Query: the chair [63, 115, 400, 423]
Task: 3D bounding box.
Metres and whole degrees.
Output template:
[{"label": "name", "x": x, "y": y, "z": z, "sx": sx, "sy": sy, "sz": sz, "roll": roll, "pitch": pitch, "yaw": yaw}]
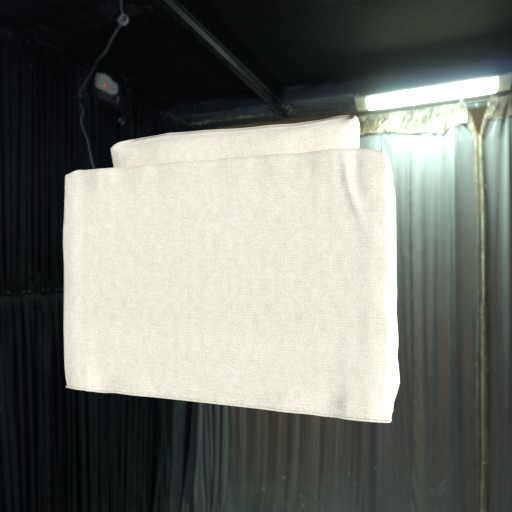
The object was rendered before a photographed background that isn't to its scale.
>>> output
[{"label": "chair", "x": 0.000, "y": 0.000, "z": 1.716, "sx": 1.057, "sy": 0.867, "sz": 0.949, "roll": 0, "pitch": -1, "yaw": 19}]
